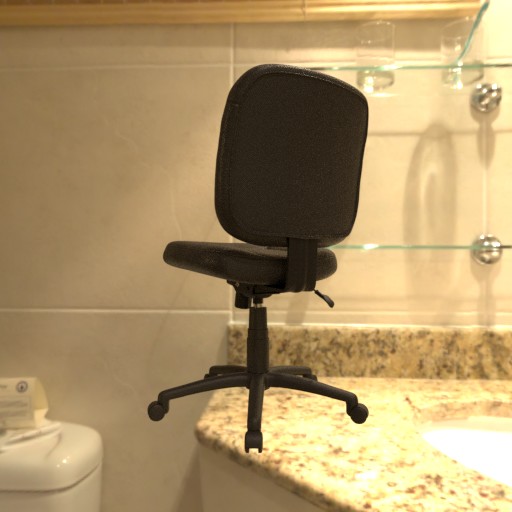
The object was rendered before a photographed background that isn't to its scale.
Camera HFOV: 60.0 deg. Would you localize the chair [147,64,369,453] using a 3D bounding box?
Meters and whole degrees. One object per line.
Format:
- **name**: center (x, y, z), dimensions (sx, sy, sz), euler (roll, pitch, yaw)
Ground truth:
- **chair**: center (0.000, 0.000, 1.398), dimensions (0.647, 0.959, 0.646), euler (1, -1, -34)
